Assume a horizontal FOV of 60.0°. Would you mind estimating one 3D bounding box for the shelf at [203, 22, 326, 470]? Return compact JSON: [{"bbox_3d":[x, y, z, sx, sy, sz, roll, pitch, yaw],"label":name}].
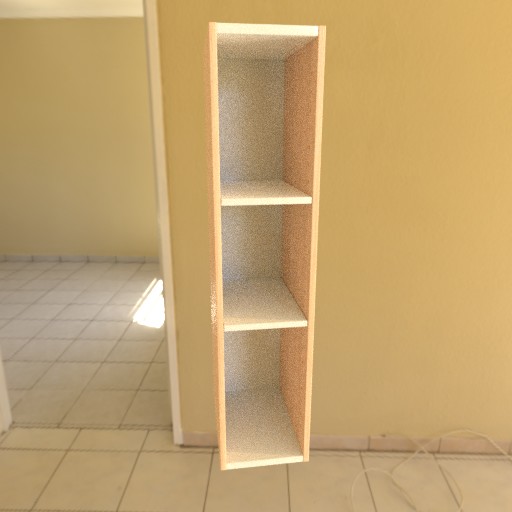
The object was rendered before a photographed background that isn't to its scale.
[{"bbox_3d":[0.000,0.000,0.992,0.197,0.882,0.290,-2,16,-8],"label":"shelf"}]
